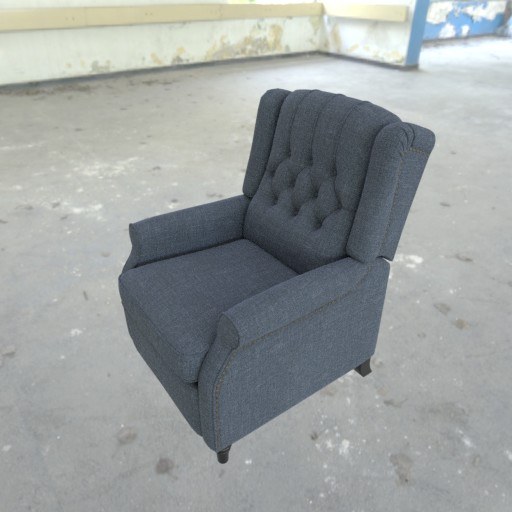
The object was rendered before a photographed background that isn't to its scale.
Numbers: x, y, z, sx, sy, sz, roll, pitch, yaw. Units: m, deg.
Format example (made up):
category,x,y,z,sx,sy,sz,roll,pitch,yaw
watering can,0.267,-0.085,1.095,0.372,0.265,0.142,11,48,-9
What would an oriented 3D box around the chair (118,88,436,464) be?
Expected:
category,x,y,z,sx,sy,sz,roll,pitch,yaw
chair,0.000,0.000,1.589,0.898,1.035,0.742,-21,37,-30
